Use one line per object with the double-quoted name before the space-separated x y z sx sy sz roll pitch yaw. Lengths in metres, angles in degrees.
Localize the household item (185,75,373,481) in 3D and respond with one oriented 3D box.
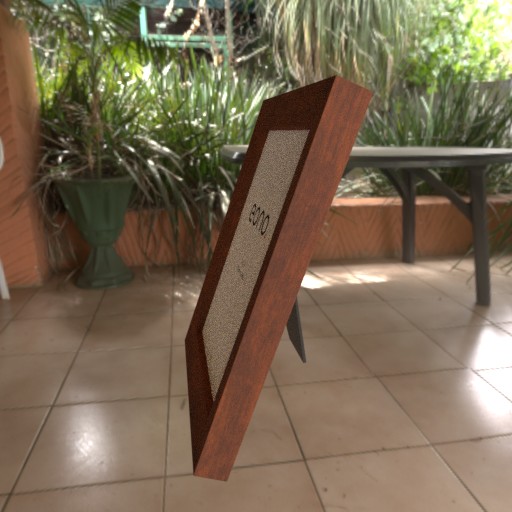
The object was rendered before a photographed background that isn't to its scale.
"household item" 0.000 0.000 0.291 0.096 0.204 0.160 -3 16 -10
